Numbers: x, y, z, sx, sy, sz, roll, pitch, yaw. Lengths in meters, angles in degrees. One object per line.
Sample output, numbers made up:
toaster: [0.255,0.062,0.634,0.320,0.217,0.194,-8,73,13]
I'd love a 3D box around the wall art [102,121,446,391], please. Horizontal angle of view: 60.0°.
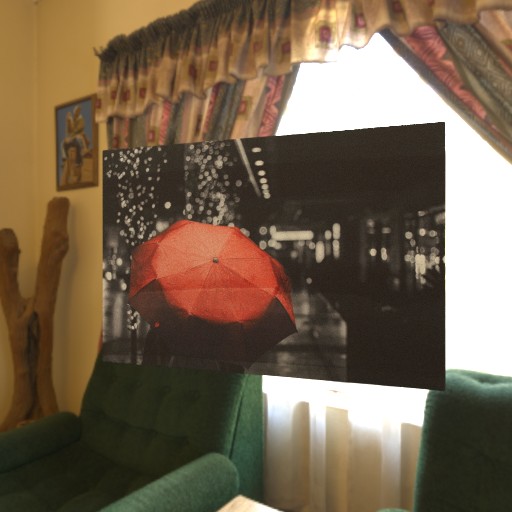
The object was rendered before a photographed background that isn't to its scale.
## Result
wall art: [0.000,0.000,0.774,0.609,0.406,0.037,0,0,18]
